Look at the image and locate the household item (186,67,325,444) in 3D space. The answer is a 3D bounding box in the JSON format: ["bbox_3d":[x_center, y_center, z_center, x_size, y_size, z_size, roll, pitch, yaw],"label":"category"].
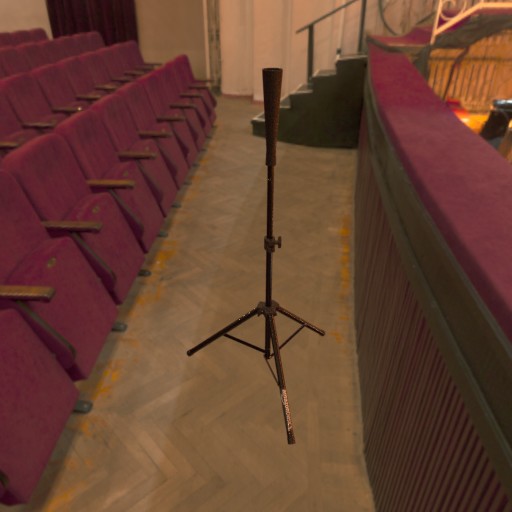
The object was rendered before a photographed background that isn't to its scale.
[{"bbox_3d":[0.000,0.000,1.374,0.559,1.067,0.559,1,30,2],"label":"household item"}]
